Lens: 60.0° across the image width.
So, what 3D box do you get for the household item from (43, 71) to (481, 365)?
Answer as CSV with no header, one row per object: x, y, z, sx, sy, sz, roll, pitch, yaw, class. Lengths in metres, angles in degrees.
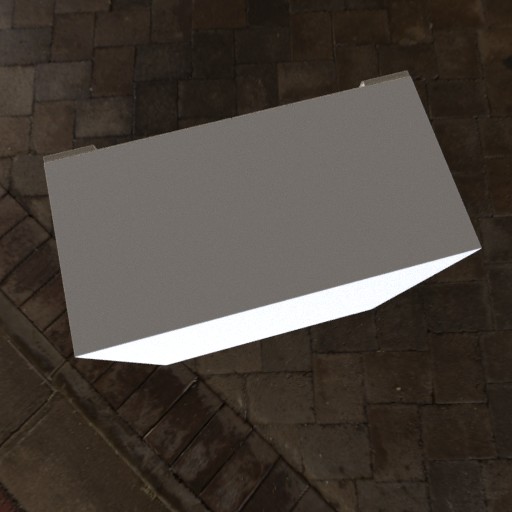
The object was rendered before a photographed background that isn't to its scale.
0.000,0.000,1.311,0.800,0.870,0.420,-15,76,-4,household item
